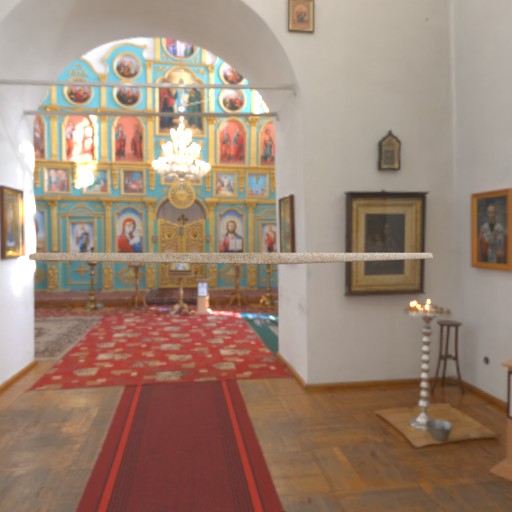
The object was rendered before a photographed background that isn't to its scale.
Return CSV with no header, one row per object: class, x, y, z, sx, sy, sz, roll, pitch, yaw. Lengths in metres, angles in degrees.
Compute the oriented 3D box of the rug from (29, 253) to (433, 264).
rug,0.000,0.000,3.393,2.009,0.048,2.528,0,0,36
